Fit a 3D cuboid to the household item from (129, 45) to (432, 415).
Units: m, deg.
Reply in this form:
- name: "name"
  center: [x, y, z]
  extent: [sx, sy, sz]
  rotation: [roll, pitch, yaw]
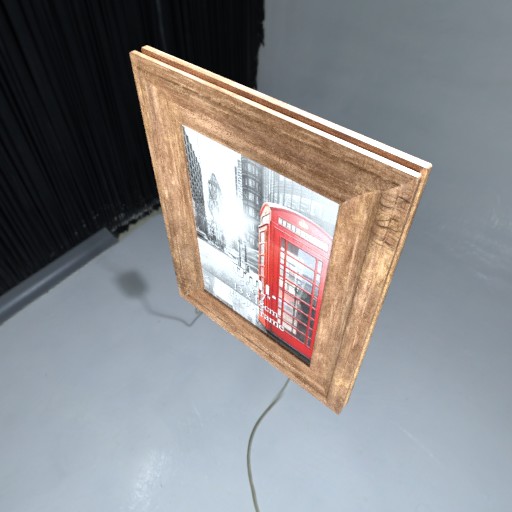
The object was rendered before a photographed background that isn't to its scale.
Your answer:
- name: "household item"
  center: [0.000, 0.000, 0.312]
  extent: [0.186, 0.237, 0.018]
  rotation: [32, 55, 26]
